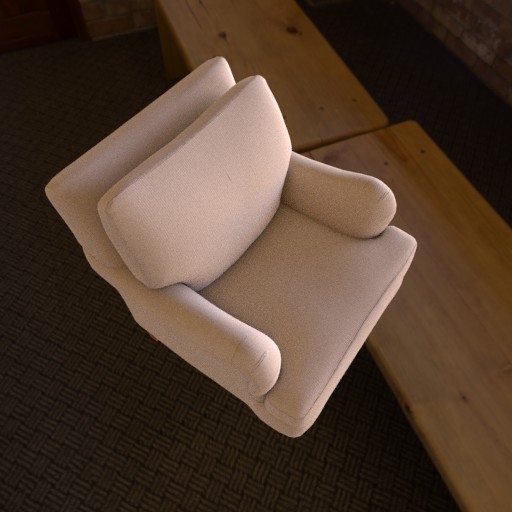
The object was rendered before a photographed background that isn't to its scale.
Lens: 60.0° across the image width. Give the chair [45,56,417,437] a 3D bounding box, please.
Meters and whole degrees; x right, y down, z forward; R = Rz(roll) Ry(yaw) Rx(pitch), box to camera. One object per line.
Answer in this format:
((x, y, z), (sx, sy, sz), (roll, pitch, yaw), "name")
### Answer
((0.000, 0.000, 1.815), (1.070, 1.038, 0.955), (32, 63, 19), "chair")
